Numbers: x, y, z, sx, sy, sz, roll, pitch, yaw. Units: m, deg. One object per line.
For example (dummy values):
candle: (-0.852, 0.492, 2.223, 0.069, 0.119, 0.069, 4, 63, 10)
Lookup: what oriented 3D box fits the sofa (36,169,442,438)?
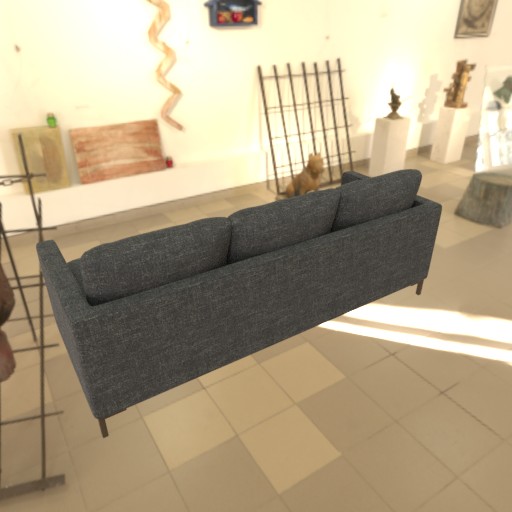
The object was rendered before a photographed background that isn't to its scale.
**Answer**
sofa: (0.000, 0.000, 2.629, 2.218, 0.874, 0.859, -17, 33, -28)
